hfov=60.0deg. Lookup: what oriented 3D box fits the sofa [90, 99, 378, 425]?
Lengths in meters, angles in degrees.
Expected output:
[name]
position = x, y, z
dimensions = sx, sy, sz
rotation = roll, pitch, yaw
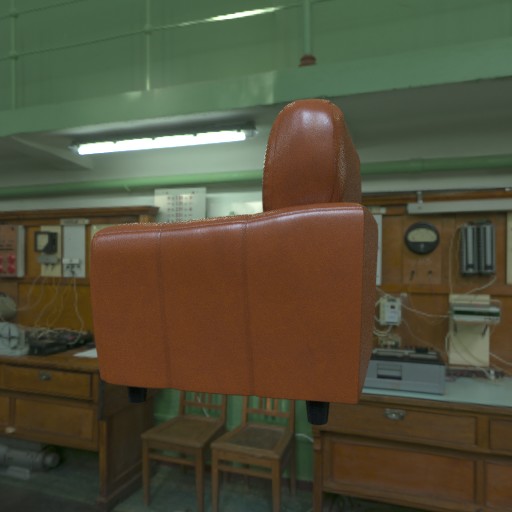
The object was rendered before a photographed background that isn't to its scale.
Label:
[sofa]
position = 0.000, 0.000, 1.517
dimensions = 0.789, 0.876, 0.836
rotation = 0, 1, 18
